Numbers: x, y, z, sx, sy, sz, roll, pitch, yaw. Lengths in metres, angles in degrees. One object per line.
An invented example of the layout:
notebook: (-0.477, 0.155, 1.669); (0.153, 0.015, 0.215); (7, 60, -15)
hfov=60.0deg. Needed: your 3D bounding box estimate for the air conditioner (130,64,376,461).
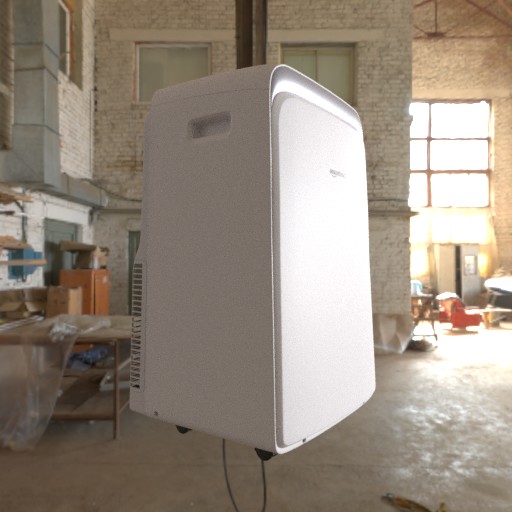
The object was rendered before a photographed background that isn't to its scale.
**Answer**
air conditioner: (0.000, 0.000, 1.070); (0.467, 0.765, 0.478); (0, -1, 36)
